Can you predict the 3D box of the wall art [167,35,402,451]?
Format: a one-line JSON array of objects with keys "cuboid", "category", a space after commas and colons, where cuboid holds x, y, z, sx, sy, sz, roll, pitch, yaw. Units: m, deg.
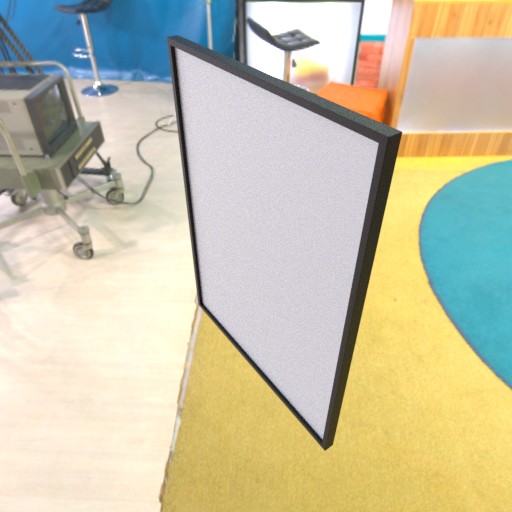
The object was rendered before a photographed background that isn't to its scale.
[{"cuboid": [0.000, 0.000, 1.338, 0.036, 1.070, 0.802, -25, 46, -27], "category": "wall art"}]
